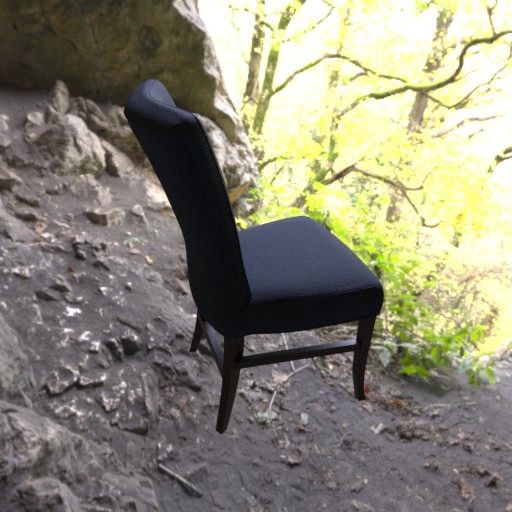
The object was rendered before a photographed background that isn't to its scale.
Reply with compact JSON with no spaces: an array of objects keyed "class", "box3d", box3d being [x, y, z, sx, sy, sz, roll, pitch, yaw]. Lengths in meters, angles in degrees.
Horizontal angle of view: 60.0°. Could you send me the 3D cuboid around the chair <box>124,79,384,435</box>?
[{"class":"chair","box3d":[0.000,0.000,1.372,0.660,0.991,0.520,-10,32,-17]}]
